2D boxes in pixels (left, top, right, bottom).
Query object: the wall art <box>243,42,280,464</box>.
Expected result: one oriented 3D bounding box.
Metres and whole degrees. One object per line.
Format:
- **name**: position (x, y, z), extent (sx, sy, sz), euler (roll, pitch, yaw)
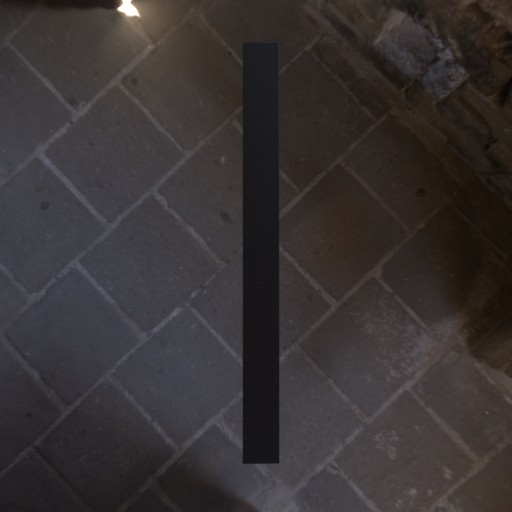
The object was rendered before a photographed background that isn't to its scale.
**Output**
- **wall art**: position (0.000, 0.000, 0.537), extent (0.029, 0.381, 0.330), euler (0, 89, -1)
